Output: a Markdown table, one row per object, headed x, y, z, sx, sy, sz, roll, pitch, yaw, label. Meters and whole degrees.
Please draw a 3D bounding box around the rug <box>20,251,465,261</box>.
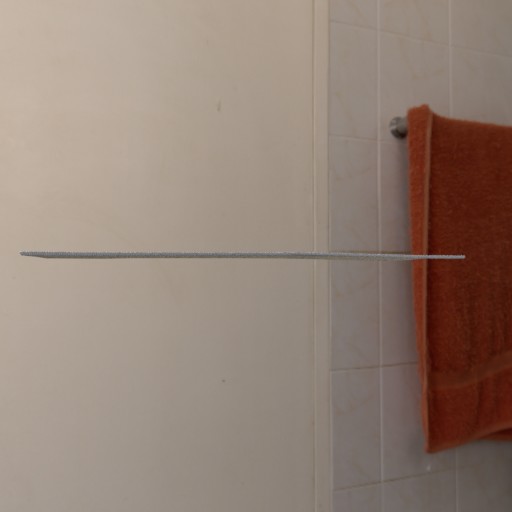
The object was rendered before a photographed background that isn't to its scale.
| x | y | z | sx | sy | sz | roll | pitch | yaw | label |
| --- | --- | --- | --- | --- | --- | --- | --- | --- | --- |
| 0.000 | 0.000 | 2.569 | 2.341 | 0.037 | 0.675 | 0 | -2 | -16 | rug |
